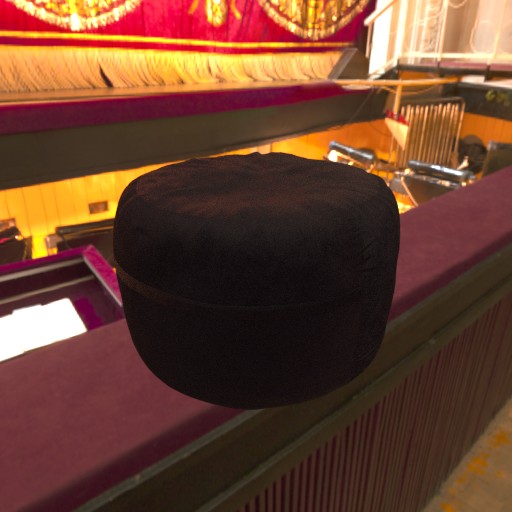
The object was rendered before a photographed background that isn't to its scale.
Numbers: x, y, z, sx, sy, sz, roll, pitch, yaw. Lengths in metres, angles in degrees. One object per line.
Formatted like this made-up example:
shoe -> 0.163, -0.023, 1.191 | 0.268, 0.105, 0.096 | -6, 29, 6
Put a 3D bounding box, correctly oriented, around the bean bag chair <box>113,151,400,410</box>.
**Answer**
bean bag chair -> 0.000, 0.000, 2.000 | 1.219, 0.762, 1.219 | 0, 26, 0
